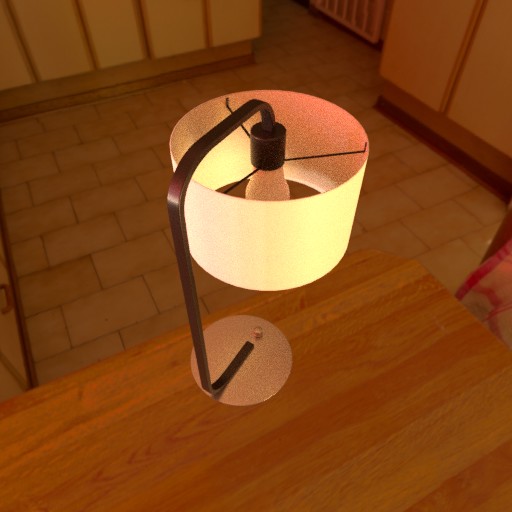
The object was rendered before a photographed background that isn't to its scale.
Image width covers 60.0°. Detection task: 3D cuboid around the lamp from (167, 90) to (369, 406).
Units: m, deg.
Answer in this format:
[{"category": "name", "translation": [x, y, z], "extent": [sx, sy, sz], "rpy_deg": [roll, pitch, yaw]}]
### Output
[{"category": "lamp", "translation": [0.000, 0.000, 0.631], "extent": [0.230, 0.473, 0.288], "rpy_deg": [25, 52, 21]}]
